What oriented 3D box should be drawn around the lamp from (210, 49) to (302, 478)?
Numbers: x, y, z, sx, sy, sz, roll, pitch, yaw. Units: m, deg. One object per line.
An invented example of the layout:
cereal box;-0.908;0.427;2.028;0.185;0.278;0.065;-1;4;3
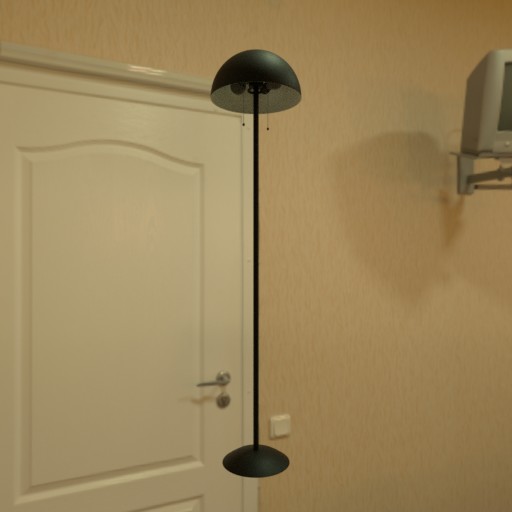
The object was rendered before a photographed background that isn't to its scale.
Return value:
lamp;0.000;0.000;1.601;0.328;1.480;0.328;0;0;36
